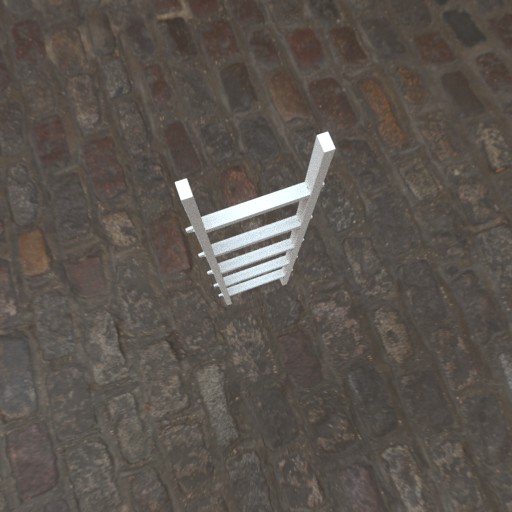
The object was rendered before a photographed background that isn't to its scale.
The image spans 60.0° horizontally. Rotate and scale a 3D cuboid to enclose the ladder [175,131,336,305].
[{"bbox_3d":[0.000,0.000,1.958,0.452,1.797,0.051,-19,76,-5],"label":"ladder"}]
